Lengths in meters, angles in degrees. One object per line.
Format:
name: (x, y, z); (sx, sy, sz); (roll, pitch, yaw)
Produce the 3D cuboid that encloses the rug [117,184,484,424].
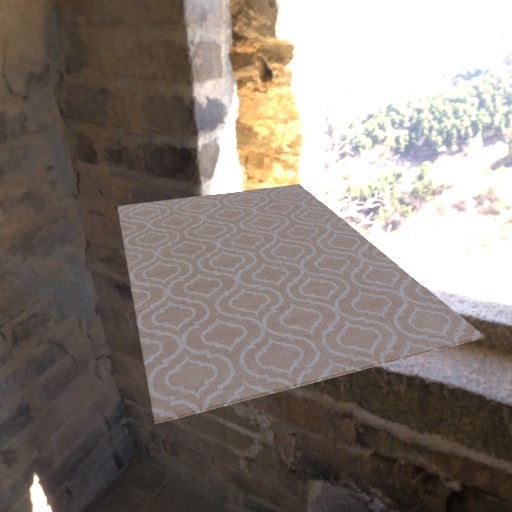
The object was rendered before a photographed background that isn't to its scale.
rug: (0.000, 0.000, 2.723); (1.524, 0.010, 2.134); (-10, 31, -16)
